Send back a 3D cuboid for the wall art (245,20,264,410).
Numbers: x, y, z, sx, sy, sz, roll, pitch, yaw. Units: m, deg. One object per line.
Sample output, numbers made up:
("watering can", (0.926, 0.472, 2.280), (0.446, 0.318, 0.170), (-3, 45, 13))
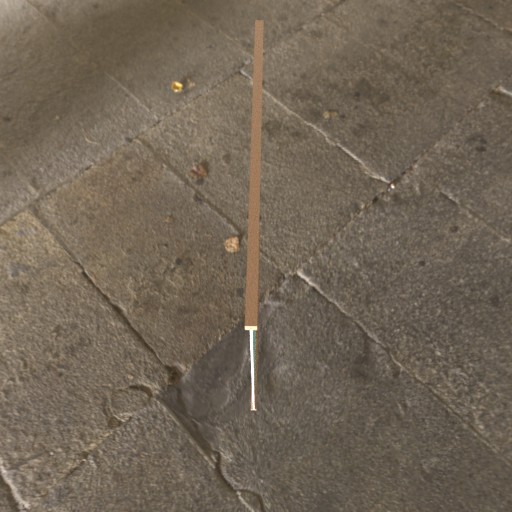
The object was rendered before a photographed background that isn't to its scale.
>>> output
("wall art", (0.000, 0.000, 0.811), (0.012, 0.608, 0.459), (1, 63, 1))
